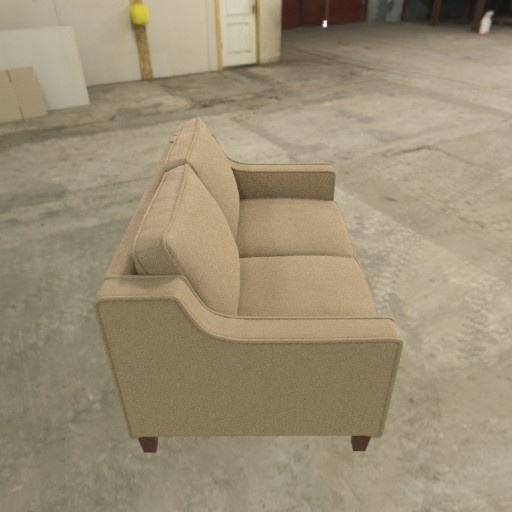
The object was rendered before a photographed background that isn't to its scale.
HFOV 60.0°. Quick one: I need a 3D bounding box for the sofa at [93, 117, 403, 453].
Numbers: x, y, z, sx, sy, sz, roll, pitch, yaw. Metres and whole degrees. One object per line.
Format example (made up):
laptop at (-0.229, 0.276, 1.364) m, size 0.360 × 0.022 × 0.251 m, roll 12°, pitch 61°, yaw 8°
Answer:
sofa at (0.000, 0.000, 2.120) m, size 0.987 × 0.971 × 1.501 m, roll 0°, pitch 33°, yaw 0°
